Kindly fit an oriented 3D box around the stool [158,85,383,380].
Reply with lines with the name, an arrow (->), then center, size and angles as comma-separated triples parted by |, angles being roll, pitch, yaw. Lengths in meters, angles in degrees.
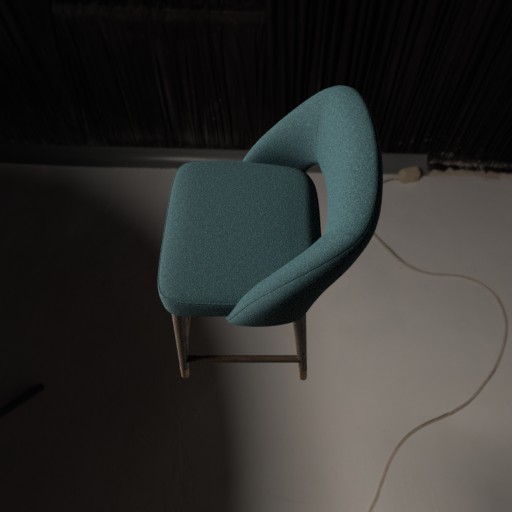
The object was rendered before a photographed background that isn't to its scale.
stool -> 0.000, 0.000, 1.306 | 0.522, 0.939, 0.536 | 1, 58, 1
